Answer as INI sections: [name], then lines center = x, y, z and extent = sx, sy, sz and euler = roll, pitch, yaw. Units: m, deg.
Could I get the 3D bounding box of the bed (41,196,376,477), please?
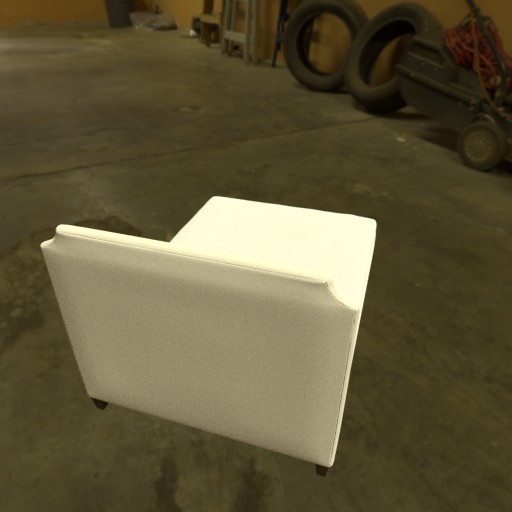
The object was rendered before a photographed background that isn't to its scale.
[bed]
center = 0.000, 0.000, 3.411
extent = 1.712, 1.497, 2.372
euler = 10, 35, 15
